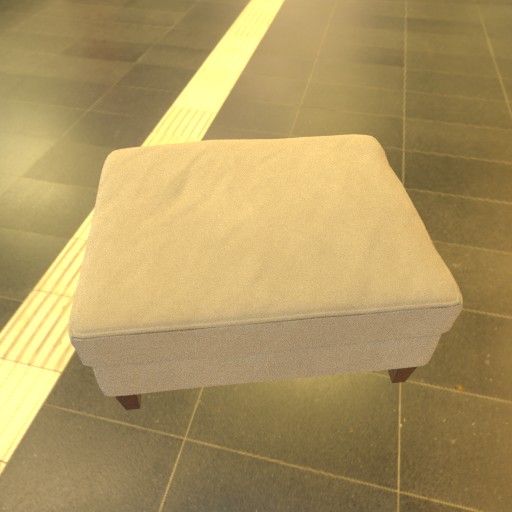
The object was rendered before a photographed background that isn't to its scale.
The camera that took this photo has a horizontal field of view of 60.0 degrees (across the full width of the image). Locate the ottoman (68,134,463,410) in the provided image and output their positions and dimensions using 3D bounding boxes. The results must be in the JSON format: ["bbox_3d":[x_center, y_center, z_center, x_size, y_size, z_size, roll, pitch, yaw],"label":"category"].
[{"bbox_3d":[0.000,0.000,1.497,1.002,0.492,0.836,-4,46,-4],"label":"ottoman"}]
